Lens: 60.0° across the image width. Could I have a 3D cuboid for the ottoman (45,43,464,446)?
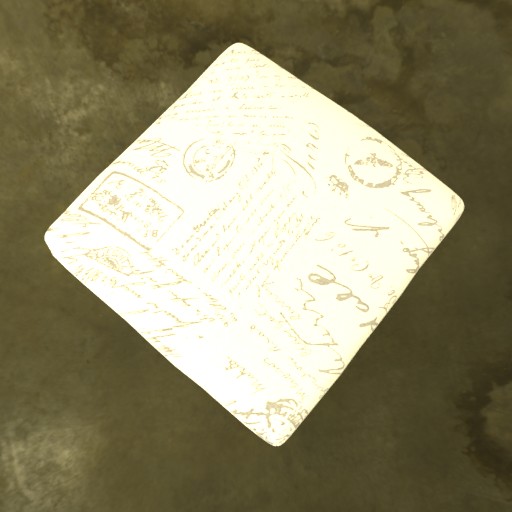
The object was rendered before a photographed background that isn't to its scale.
[{"bbox_3d":[0.000,0.000,0.825,0.449,0.457,0.450,39,79,9],"label":"ottoman"}]
